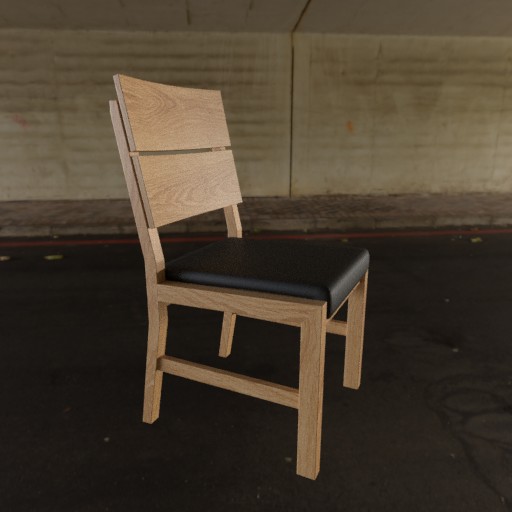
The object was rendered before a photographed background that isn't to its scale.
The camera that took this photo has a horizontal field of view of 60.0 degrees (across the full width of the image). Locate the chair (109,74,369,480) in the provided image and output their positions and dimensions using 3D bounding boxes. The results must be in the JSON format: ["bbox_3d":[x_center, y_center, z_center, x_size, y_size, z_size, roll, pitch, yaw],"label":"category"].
[{"bbox_3d":[0.000,0.000,1.274,0.569,0.950,0.475,7,17,25],"label":"chair"}]
